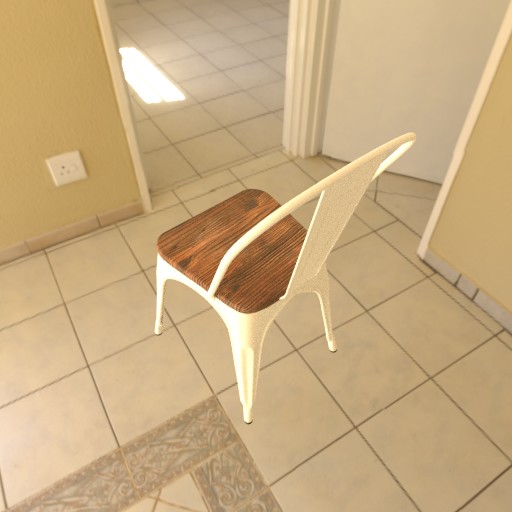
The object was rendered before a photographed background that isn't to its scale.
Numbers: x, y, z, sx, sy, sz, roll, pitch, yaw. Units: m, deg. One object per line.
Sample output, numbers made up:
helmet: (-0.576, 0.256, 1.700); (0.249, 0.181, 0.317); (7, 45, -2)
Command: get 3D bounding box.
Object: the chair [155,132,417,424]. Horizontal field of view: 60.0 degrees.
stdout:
chair: (0.000, 0.000, 1.134); (0.452, 0.851, 0.521); (-32, 55, -27)
